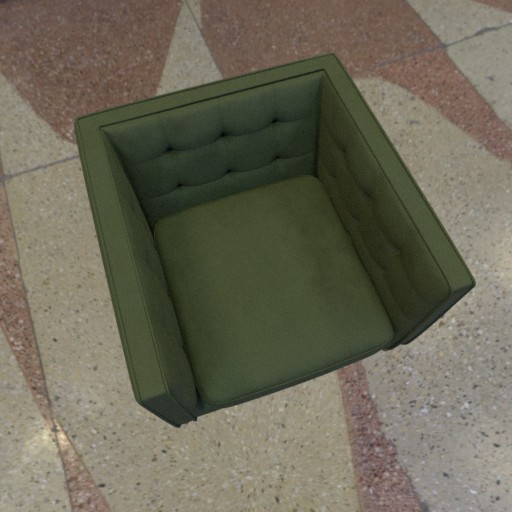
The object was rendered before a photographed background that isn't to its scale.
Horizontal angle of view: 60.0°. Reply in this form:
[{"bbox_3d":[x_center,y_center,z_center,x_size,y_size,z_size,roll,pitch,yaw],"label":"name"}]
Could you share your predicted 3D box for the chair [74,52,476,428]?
[{"bbox_3d":[0.000,0.000,1.538,0.880,0.790,0.894,-18,65,-8],"label":"chair"}]
